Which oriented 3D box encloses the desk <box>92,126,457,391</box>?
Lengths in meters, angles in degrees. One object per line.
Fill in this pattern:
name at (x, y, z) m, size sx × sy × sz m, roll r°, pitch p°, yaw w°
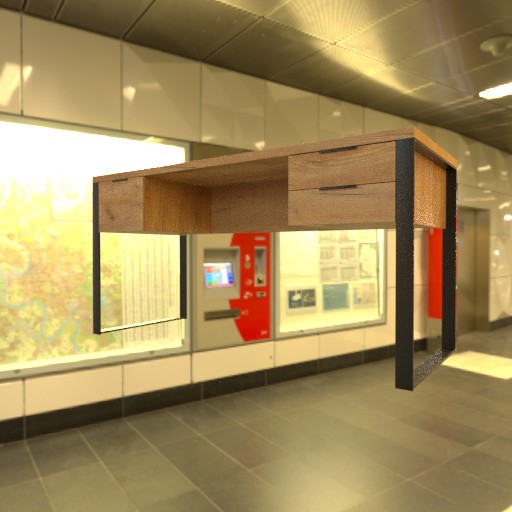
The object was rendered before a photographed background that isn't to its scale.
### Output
desk at (0.000, 0.000, 1.949) m, size 1.520 × 0.760 × 0.600 m, roll 1°, pitch 1°, yaw 35°
